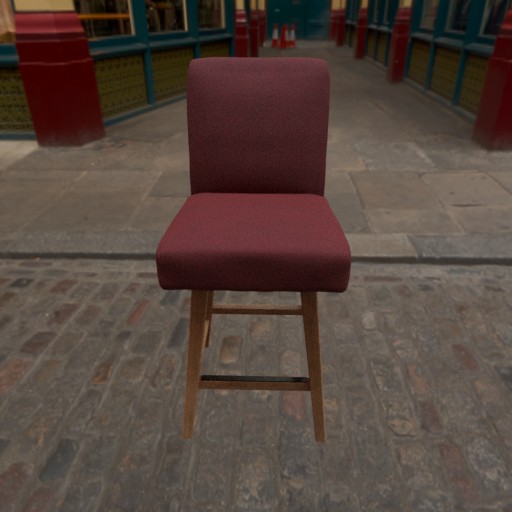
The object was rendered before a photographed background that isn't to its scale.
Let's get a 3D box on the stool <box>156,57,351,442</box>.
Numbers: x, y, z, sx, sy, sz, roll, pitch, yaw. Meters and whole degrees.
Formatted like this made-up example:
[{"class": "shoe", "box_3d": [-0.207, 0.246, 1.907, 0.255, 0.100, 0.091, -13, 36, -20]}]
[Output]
[{"class": "stool", "box_3d": [0.000, 0.000, 1.322, 0.468, 1.038, 0.562, 1, 30, 1]}]
